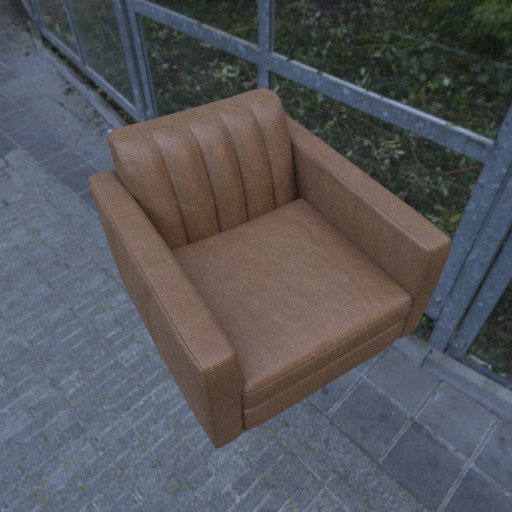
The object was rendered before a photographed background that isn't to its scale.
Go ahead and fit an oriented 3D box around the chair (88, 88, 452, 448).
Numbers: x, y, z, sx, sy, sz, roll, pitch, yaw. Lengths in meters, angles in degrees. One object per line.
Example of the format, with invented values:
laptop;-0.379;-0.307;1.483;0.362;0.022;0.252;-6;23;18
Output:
chair;0.000;0.000;1.705;0.953;0.819;0.998;-24;51;-21
